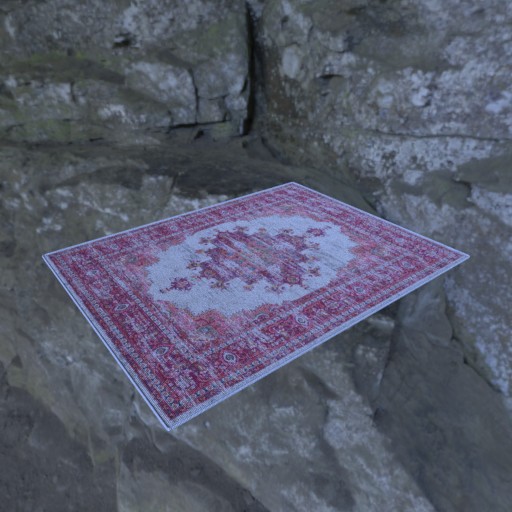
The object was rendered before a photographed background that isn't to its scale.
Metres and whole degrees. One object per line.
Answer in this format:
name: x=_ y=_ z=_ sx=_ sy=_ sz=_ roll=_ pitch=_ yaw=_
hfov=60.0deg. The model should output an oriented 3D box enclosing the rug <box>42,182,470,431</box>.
rug: x=0.000 y=0.000 z=4.089 sx=3.123 sy=0.017 sz=2.447 roll=-21 pitch=36 yaw=-32
